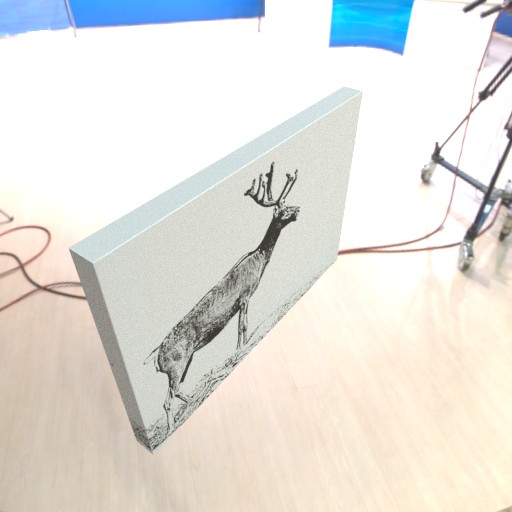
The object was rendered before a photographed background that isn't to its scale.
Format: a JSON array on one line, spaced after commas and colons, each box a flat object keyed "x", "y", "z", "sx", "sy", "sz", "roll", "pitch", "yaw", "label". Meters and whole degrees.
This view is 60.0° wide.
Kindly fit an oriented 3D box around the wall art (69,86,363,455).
[{"x": 0.000, "y": 0.000, "z": 0.780, "sx": 0.042, "sy": 0.414, "sz": 0.608, "roll": 26, "pitch": 47, "yaw": 27, "label": "wall art"}]
